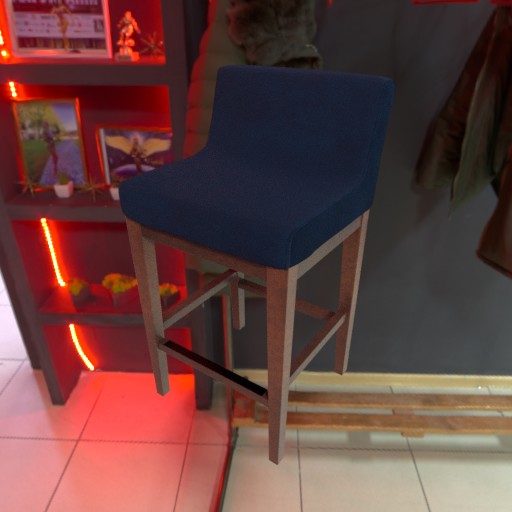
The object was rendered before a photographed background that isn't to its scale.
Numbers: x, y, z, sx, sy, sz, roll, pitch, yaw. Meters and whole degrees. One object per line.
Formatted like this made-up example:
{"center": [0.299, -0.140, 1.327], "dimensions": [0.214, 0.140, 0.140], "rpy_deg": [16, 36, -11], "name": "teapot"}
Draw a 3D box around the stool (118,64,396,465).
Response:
{"center": [0.000, 0.000, 1.252], "dimensions": [0.511, 0.945, 0.516], "rpy_deg": [18, 34, 30], "name": "stool"}
